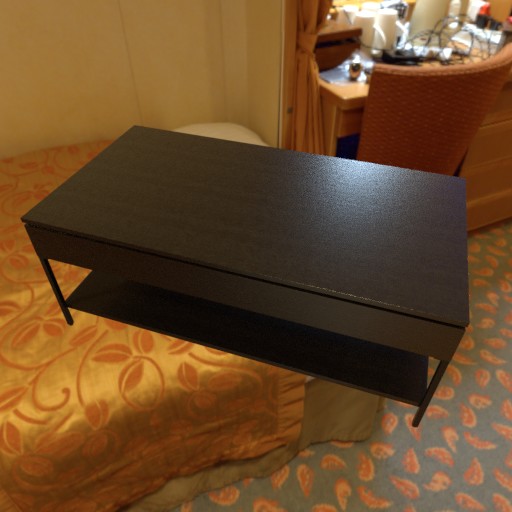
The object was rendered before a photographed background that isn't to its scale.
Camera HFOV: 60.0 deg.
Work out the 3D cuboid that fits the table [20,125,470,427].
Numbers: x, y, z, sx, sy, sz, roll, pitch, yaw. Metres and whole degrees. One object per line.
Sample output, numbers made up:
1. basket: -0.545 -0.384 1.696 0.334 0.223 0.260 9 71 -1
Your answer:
1. table: 0.000 0.000 1.363 1.095 0.435 0.574 13 43 14
